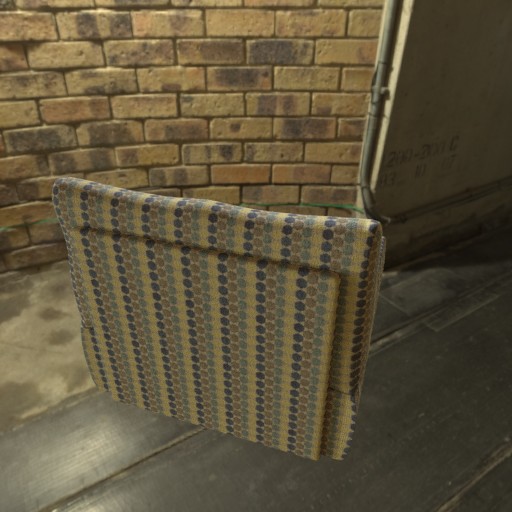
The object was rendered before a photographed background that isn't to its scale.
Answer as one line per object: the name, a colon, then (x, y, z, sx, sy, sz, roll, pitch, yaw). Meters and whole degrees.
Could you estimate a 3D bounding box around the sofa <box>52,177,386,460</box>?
sofa: (0.000, 0.000, 1.678, 0.930, 0.830, 1.000, 10, 32, 16)
